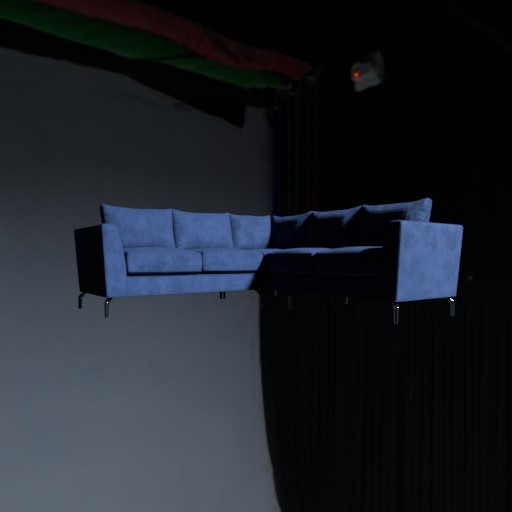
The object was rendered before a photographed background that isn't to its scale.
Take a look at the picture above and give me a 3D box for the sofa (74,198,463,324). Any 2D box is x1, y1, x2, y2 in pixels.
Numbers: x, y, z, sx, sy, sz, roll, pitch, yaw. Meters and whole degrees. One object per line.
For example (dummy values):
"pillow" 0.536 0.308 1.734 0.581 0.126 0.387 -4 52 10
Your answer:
"sofa" 0.000 0.000 3.932 2.472 0.988 2.463 0 0 -36
